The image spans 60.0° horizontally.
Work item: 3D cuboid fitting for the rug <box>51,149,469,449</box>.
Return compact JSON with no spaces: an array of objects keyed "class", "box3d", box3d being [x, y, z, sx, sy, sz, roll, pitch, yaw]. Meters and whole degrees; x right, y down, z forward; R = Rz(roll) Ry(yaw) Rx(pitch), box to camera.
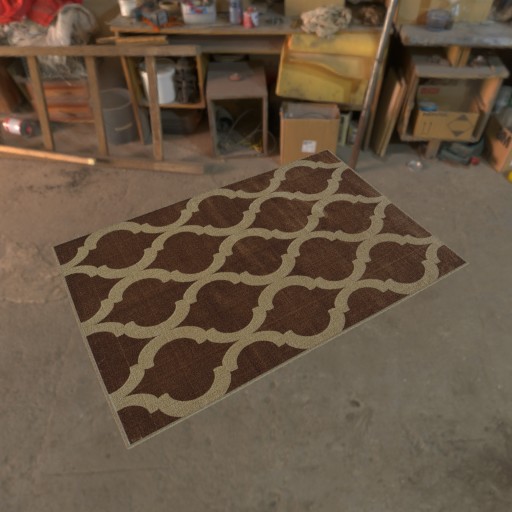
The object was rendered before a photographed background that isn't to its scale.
[{"class":"rug","box3d":[0.000,0.000,2.888,2.290,0.014,1.526,-23,51,-20]}]
